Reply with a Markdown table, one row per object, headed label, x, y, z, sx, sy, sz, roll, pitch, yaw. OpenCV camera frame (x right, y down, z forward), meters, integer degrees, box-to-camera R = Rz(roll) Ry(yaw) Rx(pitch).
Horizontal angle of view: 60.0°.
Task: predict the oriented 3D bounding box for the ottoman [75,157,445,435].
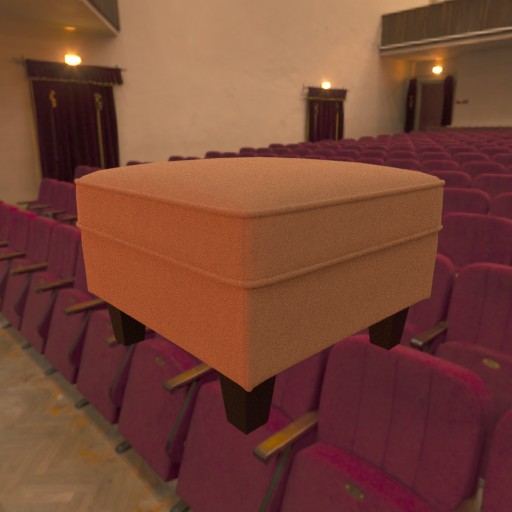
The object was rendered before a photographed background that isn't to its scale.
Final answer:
| label | x | y | z | sx | sy | sz | roll | pitch | yaw |
| --- | --- | --- | --- | --- | --- | --- | --- | --- | --- |
| ottoman | 0.000 | 0.000 | 1.032 | 0.613 | 0.438 | 0.616 | -14 | 21 | -41 |
